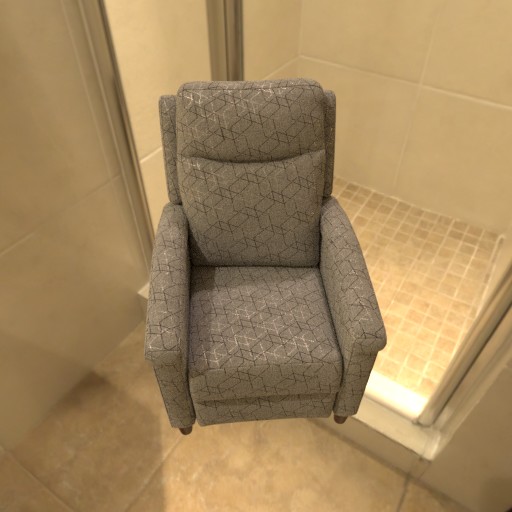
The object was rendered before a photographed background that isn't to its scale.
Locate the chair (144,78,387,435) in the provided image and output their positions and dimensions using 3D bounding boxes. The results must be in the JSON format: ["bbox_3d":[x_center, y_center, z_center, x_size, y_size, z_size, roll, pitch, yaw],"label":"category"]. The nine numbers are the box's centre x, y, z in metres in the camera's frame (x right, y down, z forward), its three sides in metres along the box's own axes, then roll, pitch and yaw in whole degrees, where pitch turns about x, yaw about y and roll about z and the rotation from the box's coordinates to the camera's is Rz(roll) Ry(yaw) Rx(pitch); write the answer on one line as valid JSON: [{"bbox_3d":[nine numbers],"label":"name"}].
[{"bbox_3d":[0.000,0.000,1.697,0.753,1.048,0.987,-3,45,-3],"label":"chair"}]
